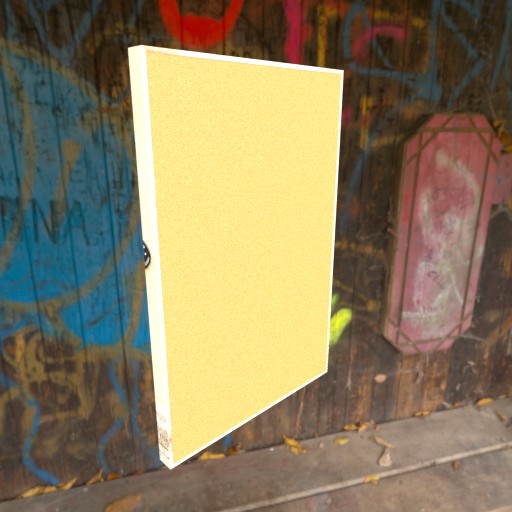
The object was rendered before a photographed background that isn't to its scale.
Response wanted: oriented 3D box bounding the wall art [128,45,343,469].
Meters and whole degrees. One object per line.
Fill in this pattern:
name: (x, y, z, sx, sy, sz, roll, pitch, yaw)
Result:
wall art: (0.000, 0.000, 0.944, 0.508, 0.764, 0.038, -16, 23, -42)
